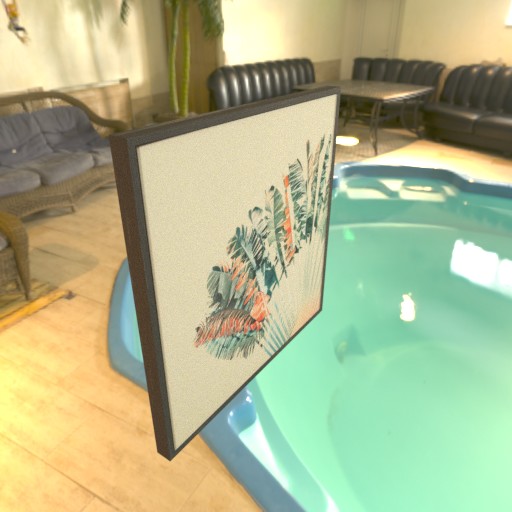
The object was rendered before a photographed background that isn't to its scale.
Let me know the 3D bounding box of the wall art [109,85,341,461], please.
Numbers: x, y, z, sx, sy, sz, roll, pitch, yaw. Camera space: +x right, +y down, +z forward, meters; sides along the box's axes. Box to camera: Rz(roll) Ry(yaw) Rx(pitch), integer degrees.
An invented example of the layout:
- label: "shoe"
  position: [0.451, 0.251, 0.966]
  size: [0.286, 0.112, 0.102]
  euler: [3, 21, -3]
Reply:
- label: "wall art"
  position: [0.000, 0.000, 1.157]
  size: [0.043, 0.758, 0.762]
  euler: [18, 33, 31]
